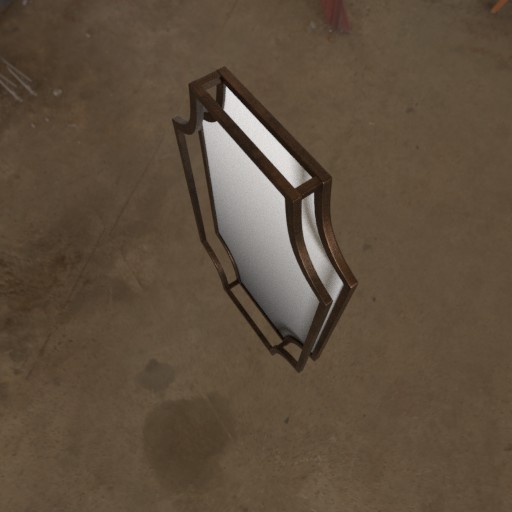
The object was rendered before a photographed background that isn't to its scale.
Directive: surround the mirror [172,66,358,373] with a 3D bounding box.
[{"bbox_3d":[0.000,0.000,0.986,0.066,0.811,0.462,-32,68,-15],"label":"mirror"}]
